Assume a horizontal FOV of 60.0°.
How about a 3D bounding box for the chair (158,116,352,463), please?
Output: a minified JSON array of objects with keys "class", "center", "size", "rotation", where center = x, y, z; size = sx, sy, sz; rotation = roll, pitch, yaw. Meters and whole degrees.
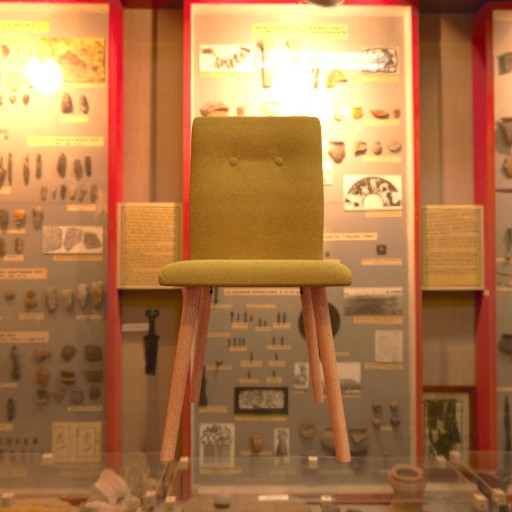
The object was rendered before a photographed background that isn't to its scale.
[{"class":"chair","center":[0.000,0.000,1.269],"size":[0.450,0.965,0.550],"rotation":[0,-1,0]}]
